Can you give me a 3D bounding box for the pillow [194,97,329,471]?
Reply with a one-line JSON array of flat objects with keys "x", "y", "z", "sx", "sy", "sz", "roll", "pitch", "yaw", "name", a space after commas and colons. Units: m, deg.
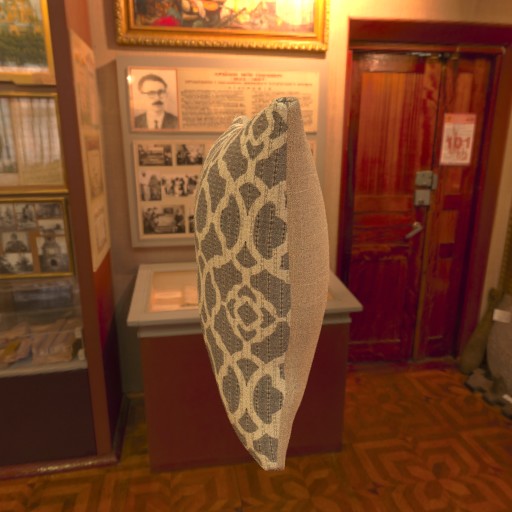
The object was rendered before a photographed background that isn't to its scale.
[{"x": 0.000, "y": 0.000, "z": 0.789, "sx": 0.215, "sy": 0.498, "sz": 0.508, "roll": -2, "pitch": 16, "yaw": -8, "name": "pillow"}]
